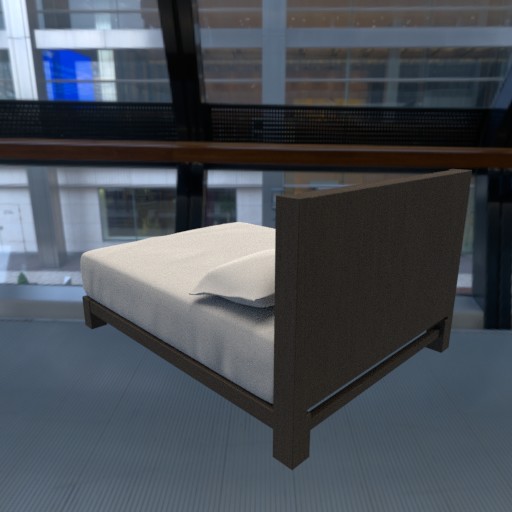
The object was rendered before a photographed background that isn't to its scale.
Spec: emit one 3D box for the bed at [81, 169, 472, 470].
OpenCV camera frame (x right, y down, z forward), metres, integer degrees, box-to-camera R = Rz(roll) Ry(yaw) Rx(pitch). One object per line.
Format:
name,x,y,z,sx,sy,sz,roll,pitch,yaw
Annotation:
bed,0.000,0.000,3.237,1.727,1.270,2.242,-15,22,-42
